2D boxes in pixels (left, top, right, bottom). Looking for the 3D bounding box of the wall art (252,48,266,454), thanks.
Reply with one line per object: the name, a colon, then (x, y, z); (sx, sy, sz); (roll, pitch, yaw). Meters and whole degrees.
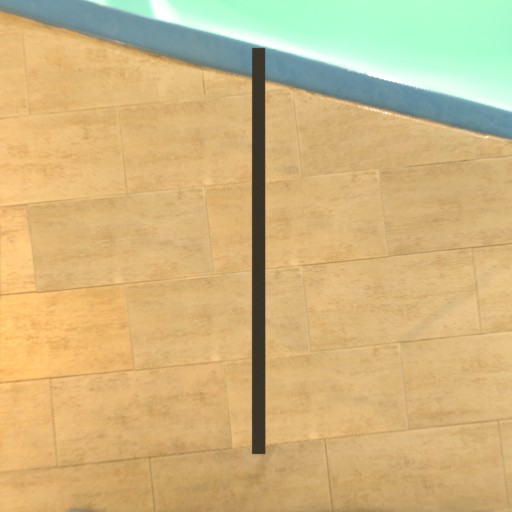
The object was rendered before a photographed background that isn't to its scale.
wall art: (0.000, 0.000, 0.681); (0.013, 0.534, 0.381); (0, 88, -1)
